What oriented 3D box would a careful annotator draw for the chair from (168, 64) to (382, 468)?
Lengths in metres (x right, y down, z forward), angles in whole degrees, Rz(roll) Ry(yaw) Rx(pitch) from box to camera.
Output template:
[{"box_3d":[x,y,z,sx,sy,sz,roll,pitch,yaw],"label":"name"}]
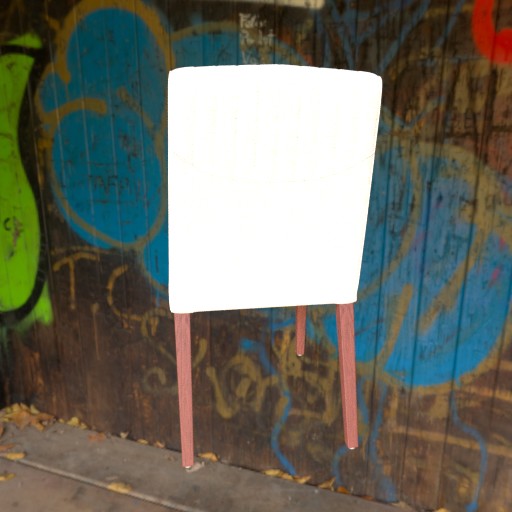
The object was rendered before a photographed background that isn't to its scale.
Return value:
[{"box_3d":[0.000,0.000,1.229,0.480,0.900,0.594,-2,15,-9],"label":"chair"}]
